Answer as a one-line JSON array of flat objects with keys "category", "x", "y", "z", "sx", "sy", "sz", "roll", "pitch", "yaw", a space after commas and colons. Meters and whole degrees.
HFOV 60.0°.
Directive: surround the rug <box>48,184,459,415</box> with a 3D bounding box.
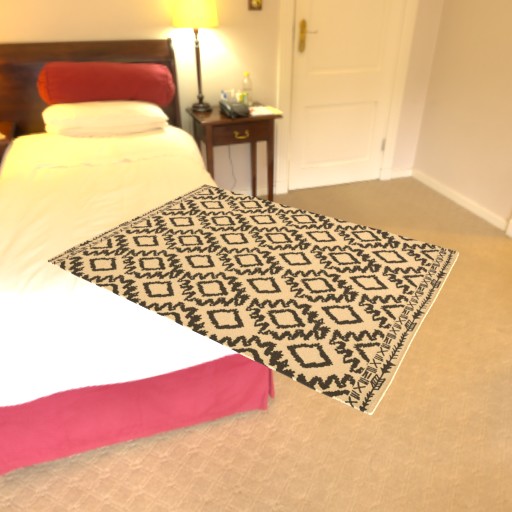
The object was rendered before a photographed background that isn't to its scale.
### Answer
[{"category": "rug", "x": 0.000, "y": 0.000, "z": 4.426, "sx": 3.369, "sy": 0.036, "sz": 2.444, "roll": 19, "pitch": 36, "yaw": 28}]
